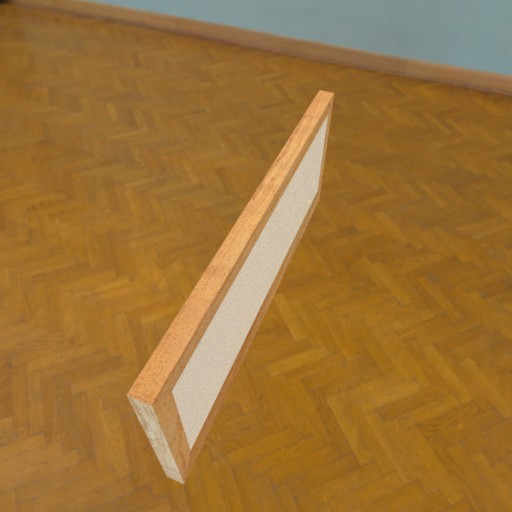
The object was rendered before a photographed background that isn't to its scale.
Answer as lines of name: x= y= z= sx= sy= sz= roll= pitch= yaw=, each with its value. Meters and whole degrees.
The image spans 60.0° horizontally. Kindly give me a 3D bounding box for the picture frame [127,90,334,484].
picture frame: x=0.000 y=0.000 z=0.652 sx=0.045 sy=0.234 sz=0.582 roll=17 pitch=50 yaw=15
